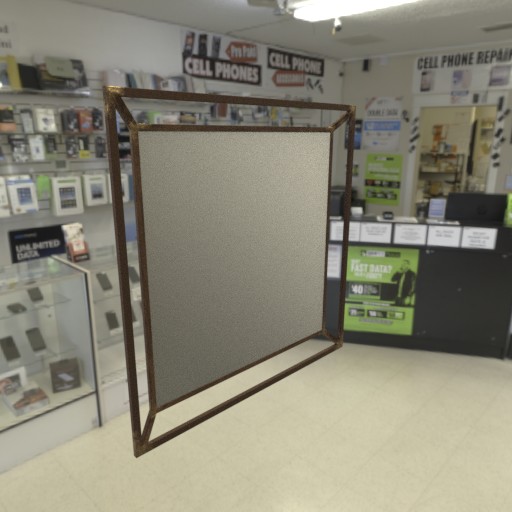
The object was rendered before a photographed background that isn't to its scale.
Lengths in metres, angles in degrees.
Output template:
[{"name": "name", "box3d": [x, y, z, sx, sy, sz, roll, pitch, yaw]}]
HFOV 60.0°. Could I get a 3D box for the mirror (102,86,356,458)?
[{"name": "mirror", "box3d": [0.000, 0.000, 0.908, 0.610, 0.610, 0.032, -14, 21, -42]}]
